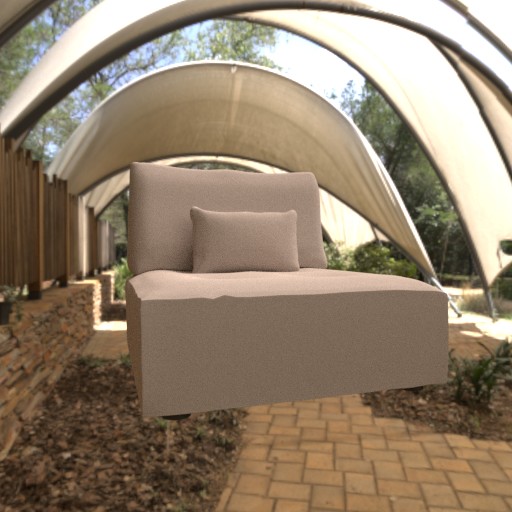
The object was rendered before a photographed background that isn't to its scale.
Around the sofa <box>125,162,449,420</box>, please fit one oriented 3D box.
[{"bbox_3d":[0.000,0.000,1.699,0.935,0.828,1.000,0,1,-18],"label":"sofa"}]
